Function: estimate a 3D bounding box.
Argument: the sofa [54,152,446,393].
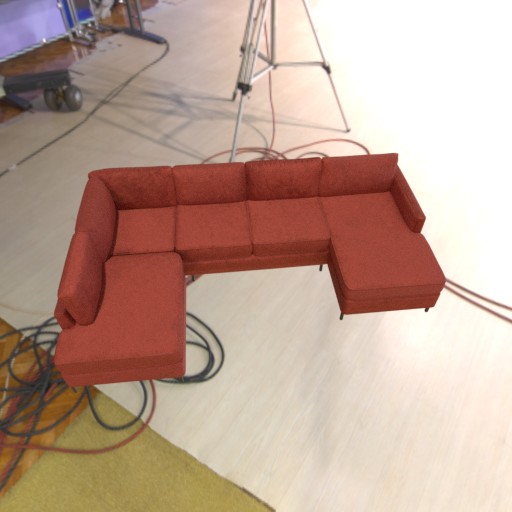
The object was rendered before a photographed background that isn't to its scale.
[{"bbox_3d":[0.000,0.000,4.292,3.434,0.992,2.055,-4,47,-4],"label":"sofa"}]
